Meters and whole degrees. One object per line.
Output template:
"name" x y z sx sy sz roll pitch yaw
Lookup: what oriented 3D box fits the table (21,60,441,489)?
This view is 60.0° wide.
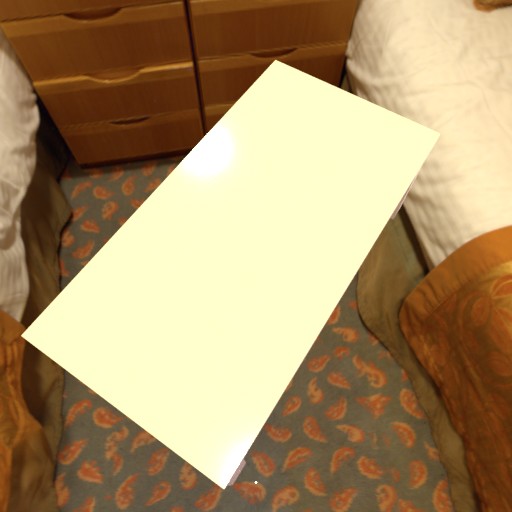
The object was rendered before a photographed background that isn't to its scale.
"table" 0.000 0.000 1.628 0.700 0.470 1.350 30 67 14
